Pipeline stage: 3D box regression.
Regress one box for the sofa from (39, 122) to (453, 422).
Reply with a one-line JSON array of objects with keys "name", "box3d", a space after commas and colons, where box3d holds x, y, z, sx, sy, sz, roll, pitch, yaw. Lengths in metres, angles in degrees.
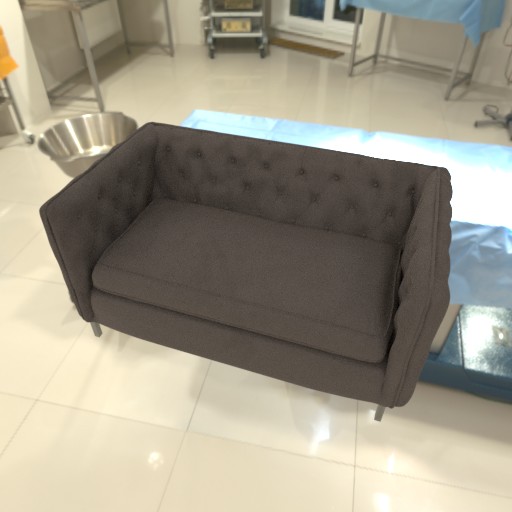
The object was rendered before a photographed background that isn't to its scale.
[{"name": "sofa", "box3d": [0.000, 0.000, 2.099, 1.583, 0.810, 0.909, 13, 42, 14]}]
